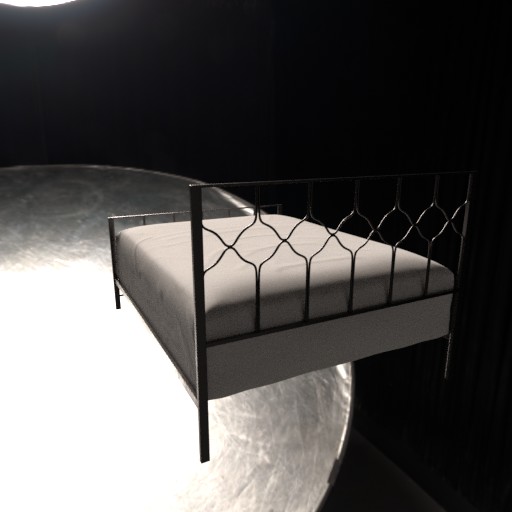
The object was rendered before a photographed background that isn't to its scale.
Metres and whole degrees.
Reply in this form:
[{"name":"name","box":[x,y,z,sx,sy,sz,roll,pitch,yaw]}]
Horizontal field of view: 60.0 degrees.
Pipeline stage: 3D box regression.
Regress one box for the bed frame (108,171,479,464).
[{"name":"bed frame","box":[0.000,0.000,3.040,1.597,1.222,2.063,-7,17,-26]}]
